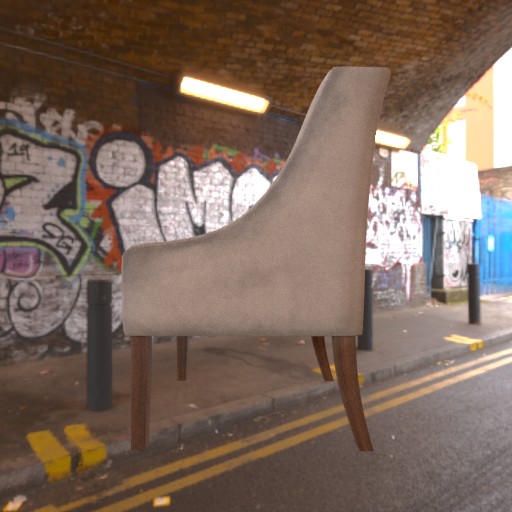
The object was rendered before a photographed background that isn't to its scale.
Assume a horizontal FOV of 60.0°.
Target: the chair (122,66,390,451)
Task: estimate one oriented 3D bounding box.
[{"bbox_3d":[0.000,0.000,1.320,0.629,0.895,0.629,0,0,1],"label":"chair"}]
